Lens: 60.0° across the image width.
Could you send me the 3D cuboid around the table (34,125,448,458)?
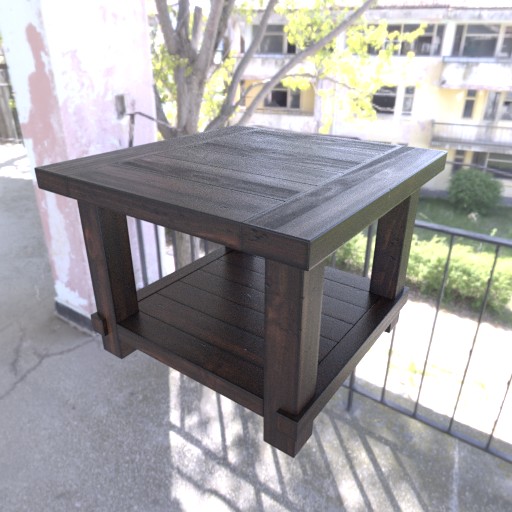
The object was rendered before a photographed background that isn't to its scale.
[{"bbox_3d":[0.000,0.000,0.991,0.593,0.437,0.606,17,30,32],"label":"table"}]
